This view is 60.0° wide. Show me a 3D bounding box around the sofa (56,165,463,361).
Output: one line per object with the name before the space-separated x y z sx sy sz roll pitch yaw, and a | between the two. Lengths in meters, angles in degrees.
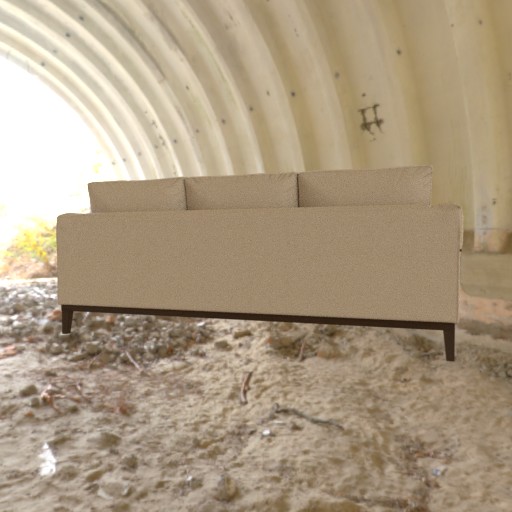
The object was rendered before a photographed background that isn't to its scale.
sofa | 0.000 0.000 2.688 2.198 0.911 0.902 0 1 17
